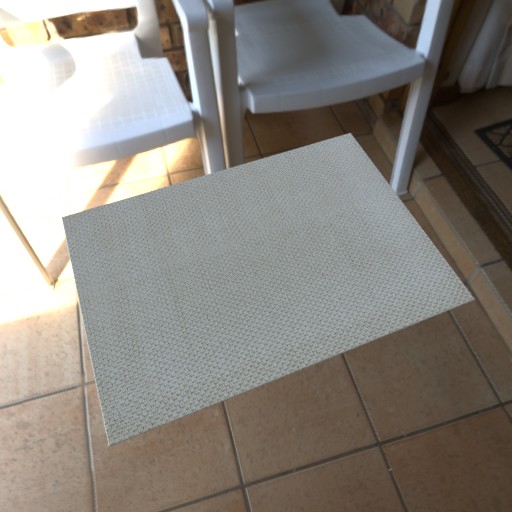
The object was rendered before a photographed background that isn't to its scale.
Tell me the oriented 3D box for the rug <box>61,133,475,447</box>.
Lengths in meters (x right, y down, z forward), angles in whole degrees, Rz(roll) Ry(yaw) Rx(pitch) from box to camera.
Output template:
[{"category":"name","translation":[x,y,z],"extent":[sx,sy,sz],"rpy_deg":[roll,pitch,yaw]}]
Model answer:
[{"category":"rug","translation":[0.000,0.000,2.744],"extent":[2.144,0.013,1.509],"rpy_deg":[-19,59,-12]}]
